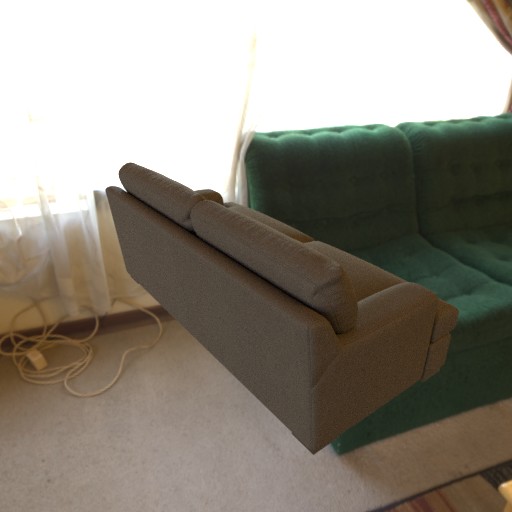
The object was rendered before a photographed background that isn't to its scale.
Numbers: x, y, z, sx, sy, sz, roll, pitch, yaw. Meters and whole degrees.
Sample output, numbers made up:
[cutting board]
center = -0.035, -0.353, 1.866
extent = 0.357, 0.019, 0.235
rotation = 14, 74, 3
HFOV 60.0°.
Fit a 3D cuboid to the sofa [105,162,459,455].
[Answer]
[sofa]
center = 0.000, 0.000, 2.875
extent = 1.140, 0.950, 2.271
rotation = -18, 31, -33
